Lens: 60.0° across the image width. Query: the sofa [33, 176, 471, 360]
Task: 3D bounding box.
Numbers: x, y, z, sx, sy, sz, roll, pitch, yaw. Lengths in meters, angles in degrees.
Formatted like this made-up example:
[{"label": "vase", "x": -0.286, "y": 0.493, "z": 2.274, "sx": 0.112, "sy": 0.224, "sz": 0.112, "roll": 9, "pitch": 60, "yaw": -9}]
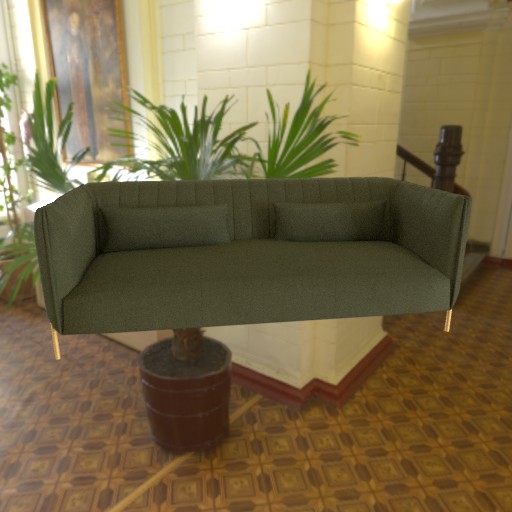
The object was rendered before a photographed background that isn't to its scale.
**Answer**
[{"label": "sofa", "x": 0.000, "y": 0.000, "z": 2.547, "sx": 2.137, "sy": 0.793, "sz": 0.896, "roll": -2, "pitch": 17, "yaw": -8}]
